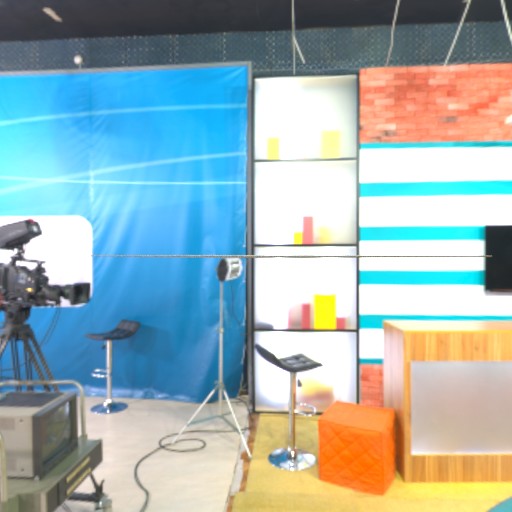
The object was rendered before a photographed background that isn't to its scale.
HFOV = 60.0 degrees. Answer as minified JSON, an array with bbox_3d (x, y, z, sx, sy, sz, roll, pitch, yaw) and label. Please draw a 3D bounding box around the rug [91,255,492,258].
[{"bbox_3d":[0.000,0.000,2.204,1.143,0.006,1.747,0,0,-35],"label":"rug"}]
